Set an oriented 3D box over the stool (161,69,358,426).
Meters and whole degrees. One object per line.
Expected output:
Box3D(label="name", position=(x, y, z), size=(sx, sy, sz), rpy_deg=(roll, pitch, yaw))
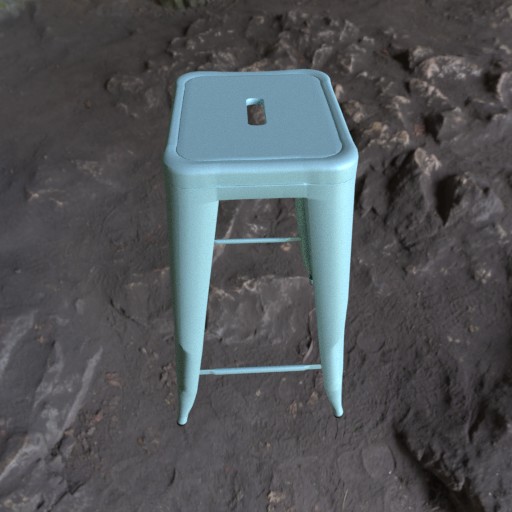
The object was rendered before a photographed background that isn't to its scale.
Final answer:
Box3D(label="stool", position=(0.000, 0.000, 0.862), size=(0.359, 0.609, 0.399), rpy_deg=(-2, 46, -2))
